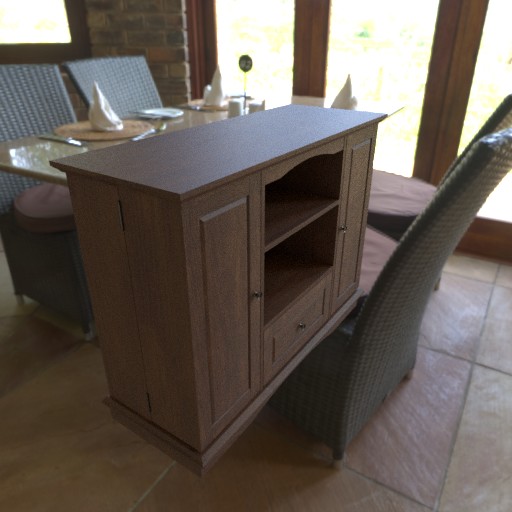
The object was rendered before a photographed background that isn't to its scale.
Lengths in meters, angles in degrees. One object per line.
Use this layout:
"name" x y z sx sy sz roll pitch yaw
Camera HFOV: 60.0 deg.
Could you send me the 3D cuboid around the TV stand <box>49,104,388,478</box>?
"TV stand" 0.000 0.000 1.479 0.406 0.813 1.067 17 32 31
